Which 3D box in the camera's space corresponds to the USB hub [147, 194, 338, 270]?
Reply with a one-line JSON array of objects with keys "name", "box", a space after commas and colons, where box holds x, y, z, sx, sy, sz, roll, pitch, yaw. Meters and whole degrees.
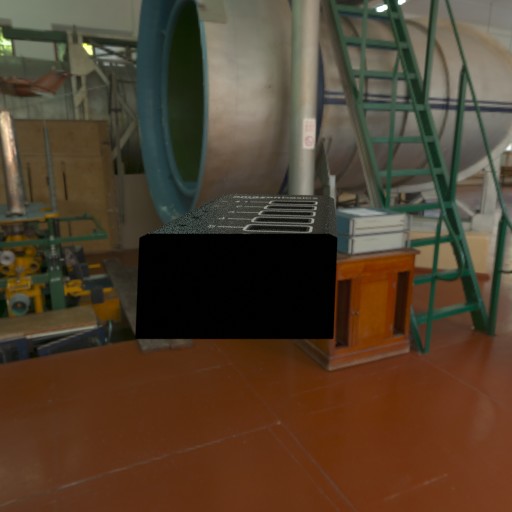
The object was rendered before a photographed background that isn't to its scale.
[{"name": "USB hub", "box": [0.000, 0.000, 0.127, 0.044, 0.023, 0.110, 2, 15, 9]}]
